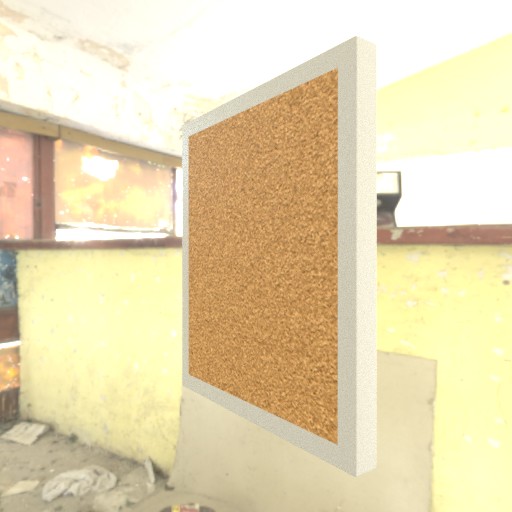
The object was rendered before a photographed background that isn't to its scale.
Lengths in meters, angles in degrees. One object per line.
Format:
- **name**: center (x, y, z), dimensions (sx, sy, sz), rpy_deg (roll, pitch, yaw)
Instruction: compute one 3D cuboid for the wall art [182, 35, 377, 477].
- **wall art**: center (0.000, 0.000, 0.522), dimensions (0.028, 0.381, 0.331), rpy_deg (0, 0, -36)
